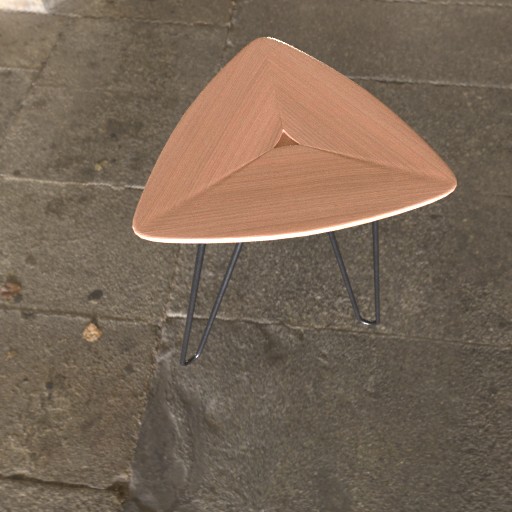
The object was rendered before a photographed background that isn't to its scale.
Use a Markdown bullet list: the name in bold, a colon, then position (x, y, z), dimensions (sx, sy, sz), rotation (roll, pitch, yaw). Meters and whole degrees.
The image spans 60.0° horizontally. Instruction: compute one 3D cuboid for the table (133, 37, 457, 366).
- **table**: position (0.000, 0.000, 0.880), dimensions (0.455, 0.564, 0.442), rotation (-35, 66, -18)
